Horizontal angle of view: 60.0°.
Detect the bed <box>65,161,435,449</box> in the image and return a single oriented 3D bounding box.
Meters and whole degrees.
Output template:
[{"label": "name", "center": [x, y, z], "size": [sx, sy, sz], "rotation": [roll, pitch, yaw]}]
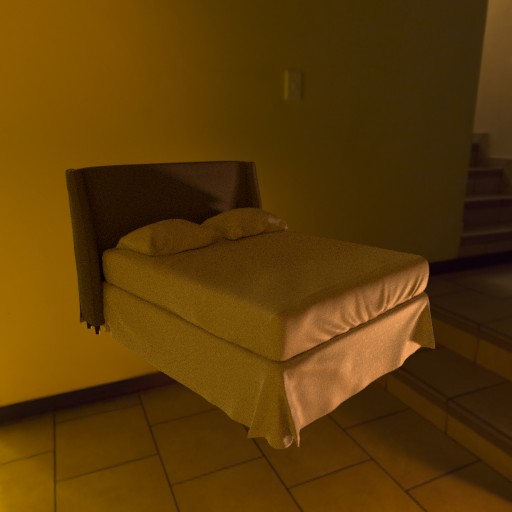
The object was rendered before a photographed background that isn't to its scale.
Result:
[{"label": "bed", "center": [0.000, 0.000, 3.408], "size": [1.925, 1.332, 2.276], "rotation": [-14, 20, -42]}]
